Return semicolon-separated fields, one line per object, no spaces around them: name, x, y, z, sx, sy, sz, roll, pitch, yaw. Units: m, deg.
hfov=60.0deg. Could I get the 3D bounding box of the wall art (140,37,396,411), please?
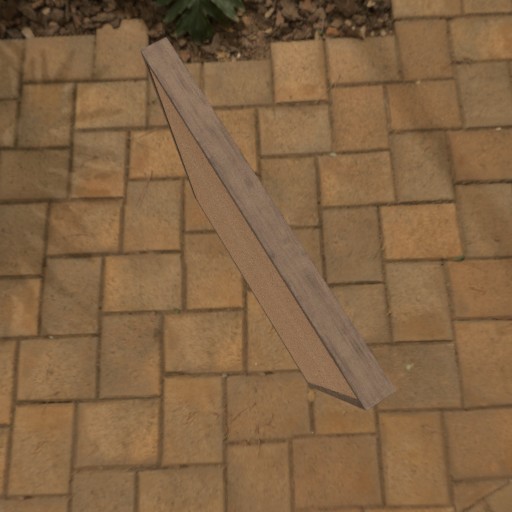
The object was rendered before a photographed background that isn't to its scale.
wall art;0.000;0.000;0.761;0.038;0.508;0.508;-30;78;-7
